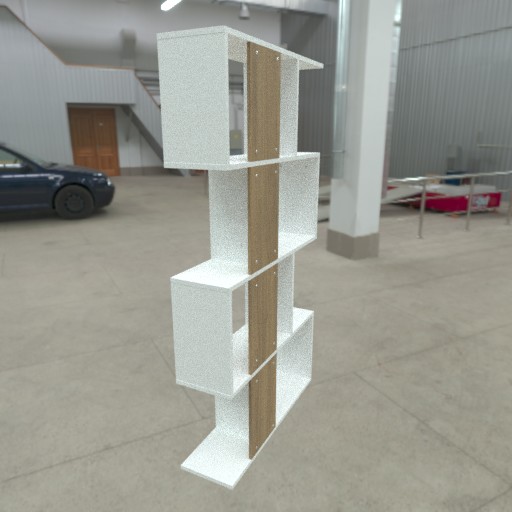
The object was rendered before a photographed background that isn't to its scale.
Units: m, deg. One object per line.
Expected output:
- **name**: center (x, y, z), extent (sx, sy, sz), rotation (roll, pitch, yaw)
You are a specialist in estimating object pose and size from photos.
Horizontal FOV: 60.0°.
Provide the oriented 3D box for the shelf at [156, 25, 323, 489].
- **shelf**: center (0.000, 0.000, 1.948), extent (0.250, 1.650, 0.890), rotation (8, 18, 26)
